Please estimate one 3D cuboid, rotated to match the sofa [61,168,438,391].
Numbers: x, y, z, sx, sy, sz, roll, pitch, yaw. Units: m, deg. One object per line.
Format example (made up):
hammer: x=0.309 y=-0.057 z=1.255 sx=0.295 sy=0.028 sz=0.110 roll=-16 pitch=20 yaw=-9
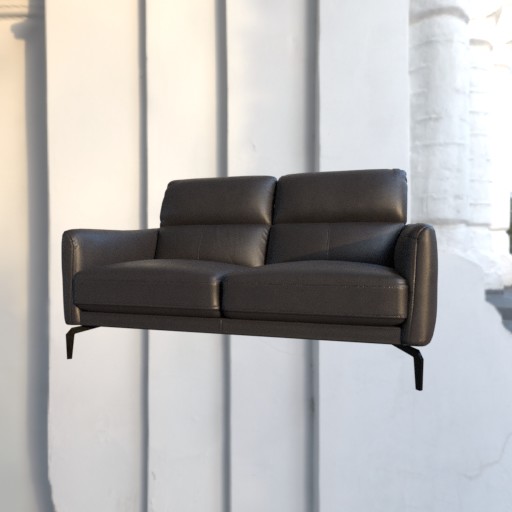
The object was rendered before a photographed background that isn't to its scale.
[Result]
sofa: x=0.000 y=0.000 z=2.145 sx=1.596 sy=0.920 sz=0.958 roll=0 pitch=1 yaw=17
